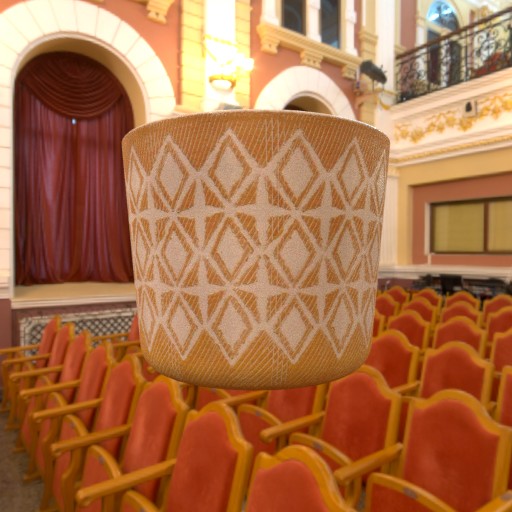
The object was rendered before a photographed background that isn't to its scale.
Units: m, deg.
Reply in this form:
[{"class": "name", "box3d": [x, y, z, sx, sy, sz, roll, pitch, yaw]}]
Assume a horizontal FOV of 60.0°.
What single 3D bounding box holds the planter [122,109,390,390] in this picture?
[{"class": "planter", "box3d": [0.000, 0.000, 0.219, 0.126, 0.104, 0.126, 0, 0, 0]}]
